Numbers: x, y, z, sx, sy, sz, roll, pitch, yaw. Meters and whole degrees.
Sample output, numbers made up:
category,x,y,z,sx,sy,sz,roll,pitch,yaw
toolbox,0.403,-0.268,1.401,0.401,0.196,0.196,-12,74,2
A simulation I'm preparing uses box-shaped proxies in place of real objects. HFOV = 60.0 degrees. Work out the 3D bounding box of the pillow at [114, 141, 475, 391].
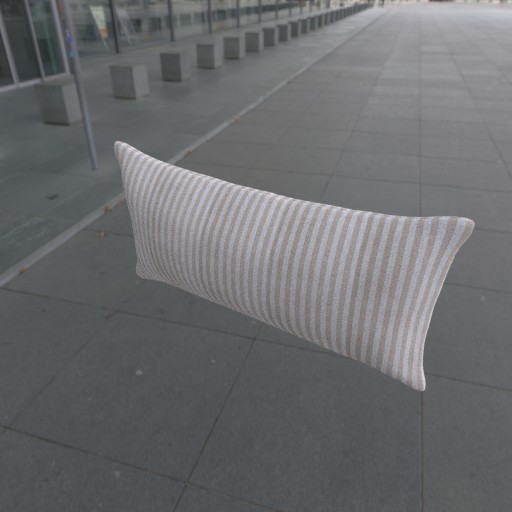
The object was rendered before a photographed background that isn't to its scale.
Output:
category,x,y,z,sx,sy,sz,roll,pitch,yaw
pillow,0.000,0.000,0.743,0.617,0.295,0.151,18,35,27
